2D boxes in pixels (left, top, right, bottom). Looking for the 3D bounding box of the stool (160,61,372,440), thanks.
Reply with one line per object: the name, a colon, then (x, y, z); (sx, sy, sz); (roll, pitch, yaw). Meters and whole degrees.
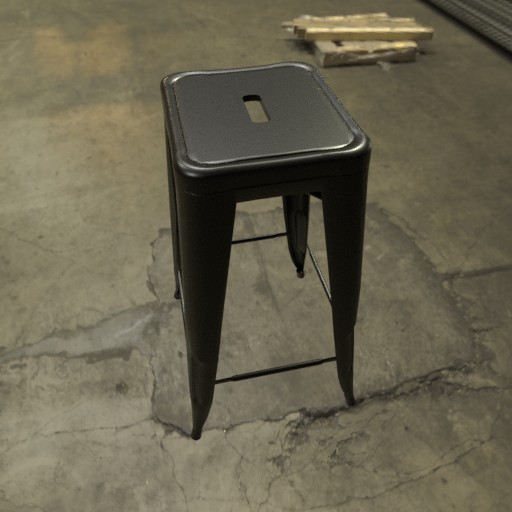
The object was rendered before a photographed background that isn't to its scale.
stool: (0.000, 0.000, 0.845); (0.359, 0.609, 0.399); (-9, 47, -9)
